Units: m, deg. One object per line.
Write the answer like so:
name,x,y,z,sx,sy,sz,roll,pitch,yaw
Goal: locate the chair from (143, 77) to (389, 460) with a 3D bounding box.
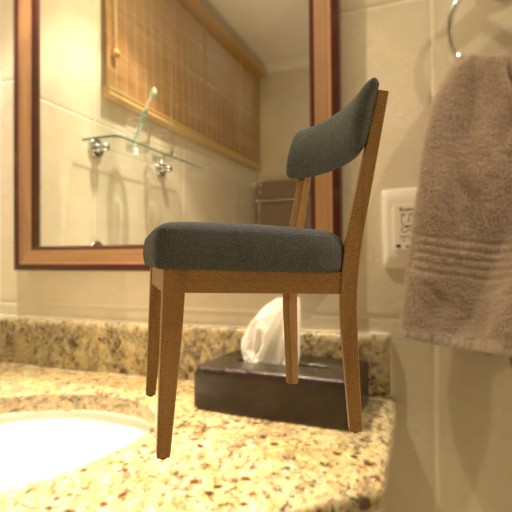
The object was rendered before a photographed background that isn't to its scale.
chair,0.000,0.000,1.188,0.572,0.832,0.508,0,0,-17
